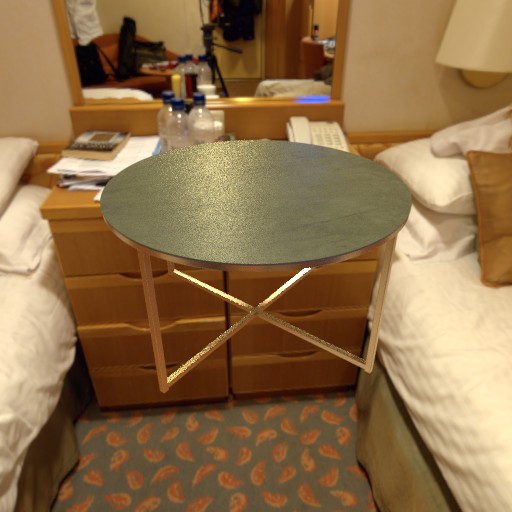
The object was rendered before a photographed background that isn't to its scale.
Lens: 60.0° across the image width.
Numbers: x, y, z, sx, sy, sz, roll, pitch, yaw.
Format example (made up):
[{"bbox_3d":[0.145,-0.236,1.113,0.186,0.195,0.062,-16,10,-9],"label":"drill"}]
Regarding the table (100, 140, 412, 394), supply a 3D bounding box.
[{"bbox_3d":[0.000,0.000,1.304,0.800,0.450,0.800,0,31,0],"label":"table"}]
